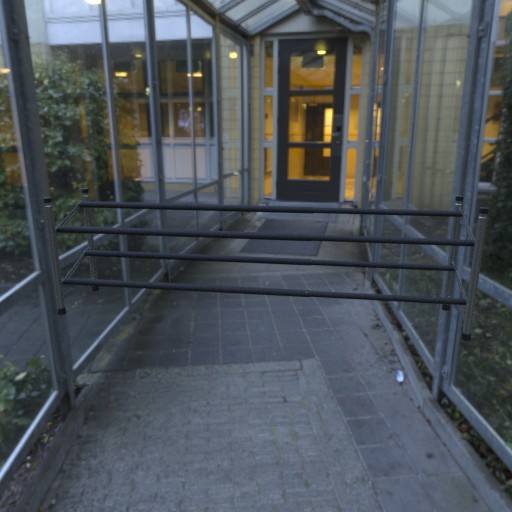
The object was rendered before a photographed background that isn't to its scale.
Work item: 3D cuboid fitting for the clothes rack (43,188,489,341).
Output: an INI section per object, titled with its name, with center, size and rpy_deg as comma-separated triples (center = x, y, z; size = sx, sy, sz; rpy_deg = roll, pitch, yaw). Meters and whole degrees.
[clothes rack]
center = 0.000, 0.000, 1.296
size = 1.168, 0.349, 0.229
rpy_deg = 2, 16, 8
